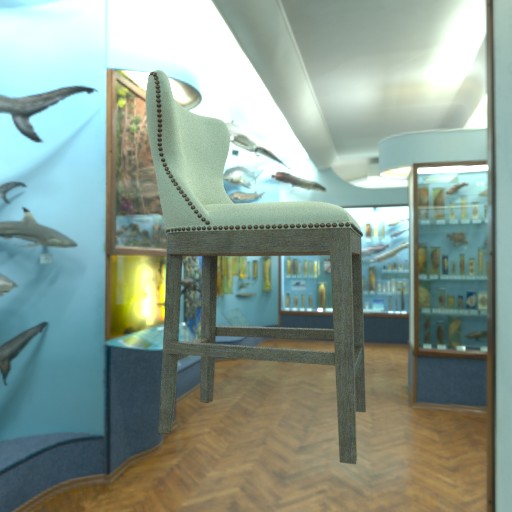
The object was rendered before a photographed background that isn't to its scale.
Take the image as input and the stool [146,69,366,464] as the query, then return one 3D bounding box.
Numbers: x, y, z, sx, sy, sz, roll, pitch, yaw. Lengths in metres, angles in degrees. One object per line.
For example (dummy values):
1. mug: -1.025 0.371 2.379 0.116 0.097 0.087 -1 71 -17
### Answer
1. stool: 0.000 0.000 1.314 0.608 0.981 0.498 0 -1 17
